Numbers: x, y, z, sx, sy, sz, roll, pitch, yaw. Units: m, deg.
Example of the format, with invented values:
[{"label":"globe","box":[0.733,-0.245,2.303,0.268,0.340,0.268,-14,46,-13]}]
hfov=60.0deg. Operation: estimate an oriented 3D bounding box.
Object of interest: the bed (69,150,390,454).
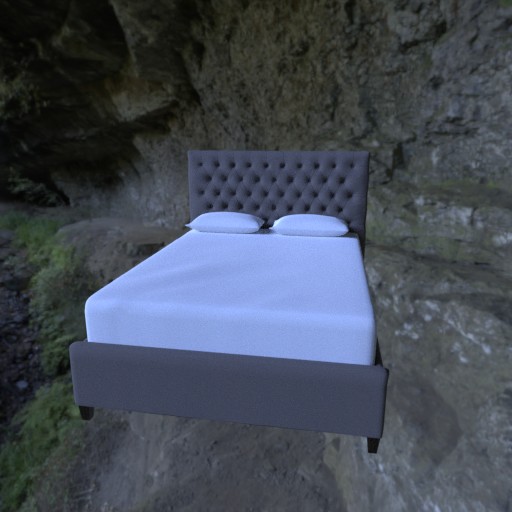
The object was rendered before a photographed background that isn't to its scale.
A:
[{"label":"bed","box":[0.000,0.000,3.227,1.696,1.426,2.233,3,15,10]}]
